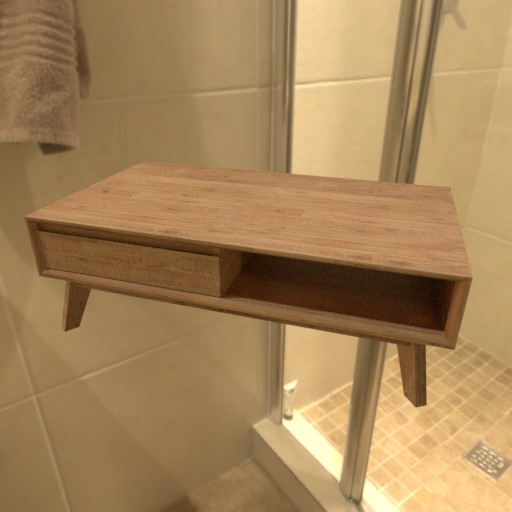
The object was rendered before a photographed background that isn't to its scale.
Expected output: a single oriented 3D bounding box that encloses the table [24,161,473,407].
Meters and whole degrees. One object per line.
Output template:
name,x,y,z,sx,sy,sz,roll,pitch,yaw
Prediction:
table,0.000,0.000,2.023,1.619,0.531,0.918,8,28,16
